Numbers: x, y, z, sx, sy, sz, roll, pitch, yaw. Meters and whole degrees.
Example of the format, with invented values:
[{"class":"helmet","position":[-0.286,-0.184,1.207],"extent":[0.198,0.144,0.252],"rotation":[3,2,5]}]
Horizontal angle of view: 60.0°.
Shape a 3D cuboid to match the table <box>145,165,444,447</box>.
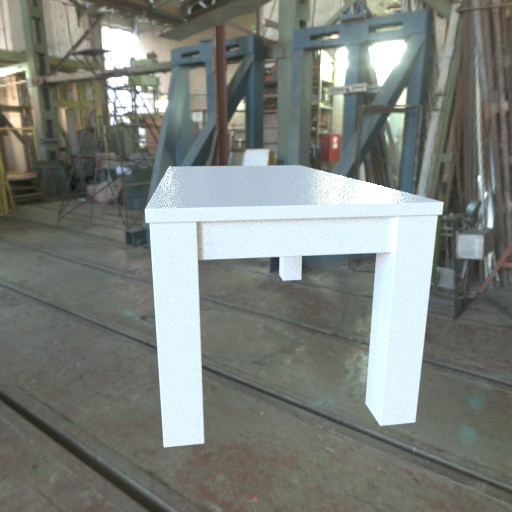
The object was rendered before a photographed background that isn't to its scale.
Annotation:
[{"class":"table","position":[0.000,0.000,2.263],"extent":[0.900,0.790,1.800],"rotation":[-2,15,-8]}]
